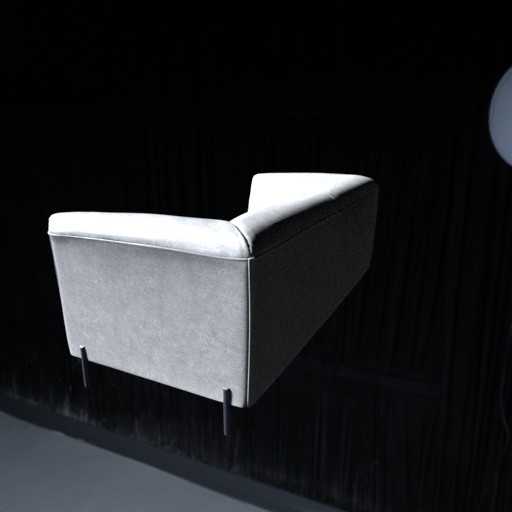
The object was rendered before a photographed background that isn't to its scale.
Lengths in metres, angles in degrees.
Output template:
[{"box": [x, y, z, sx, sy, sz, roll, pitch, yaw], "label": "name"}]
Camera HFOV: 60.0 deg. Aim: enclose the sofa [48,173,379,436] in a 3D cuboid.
[{"box": [0.000, 0.000, 2.386, 0.905, 0.747, 1.878, 8, 18, 25], "label": "sofa"}]
